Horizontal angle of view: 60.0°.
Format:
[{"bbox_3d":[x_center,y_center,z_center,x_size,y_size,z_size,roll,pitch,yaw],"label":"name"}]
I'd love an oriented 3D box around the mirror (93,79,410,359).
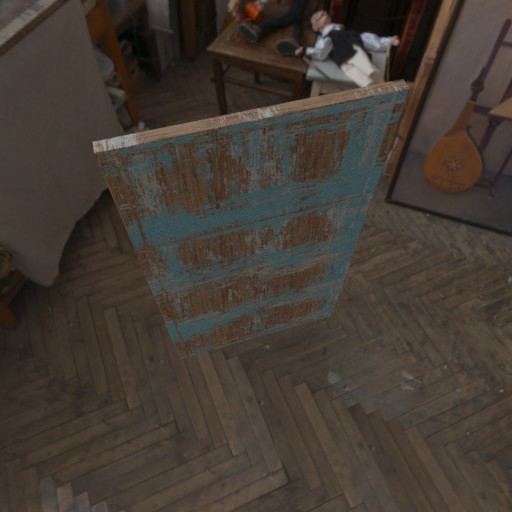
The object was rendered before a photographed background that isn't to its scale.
[{"bbox_3d":[0.000,0.000,1.482,0.707,1.213,0.083,-14,59,-9],"label":"mirror"}]
